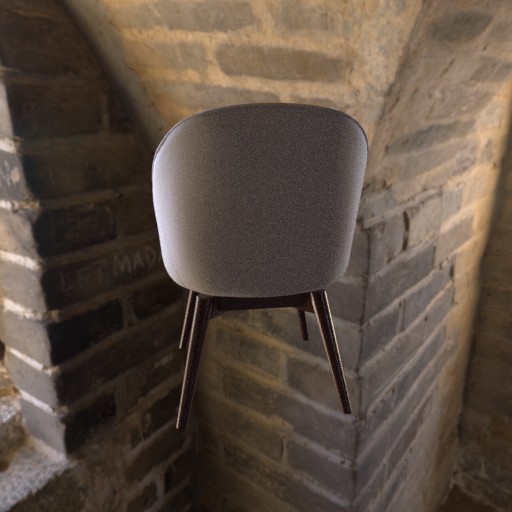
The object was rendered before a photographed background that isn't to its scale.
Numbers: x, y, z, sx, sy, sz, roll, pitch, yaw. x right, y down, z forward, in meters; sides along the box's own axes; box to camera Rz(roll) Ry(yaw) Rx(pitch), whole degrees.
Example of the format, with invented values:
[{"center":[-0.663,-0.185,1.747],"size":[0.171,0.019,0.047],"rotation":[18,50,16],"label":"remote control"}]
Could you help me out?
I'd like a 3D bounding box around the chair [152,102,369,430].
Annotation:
[{"center":[0.000,0.000,1.315],"size":[0.596,0.823,0.635],"rotation":[-2,16,-8],"label":"chair"}]
